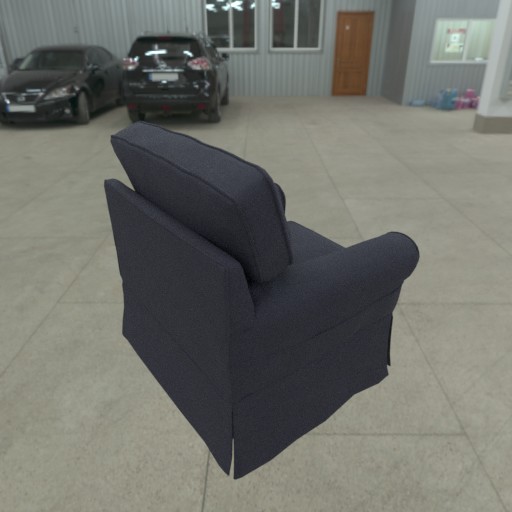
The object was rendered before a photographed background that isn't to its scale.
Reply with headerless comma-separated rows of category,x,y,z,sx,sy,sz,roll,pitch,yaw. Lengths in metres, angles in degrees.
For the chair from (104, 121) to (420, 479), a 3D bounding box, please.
chair,0.000,0.000,1.998,1.002,1.140,1.119,-17,31,-31
